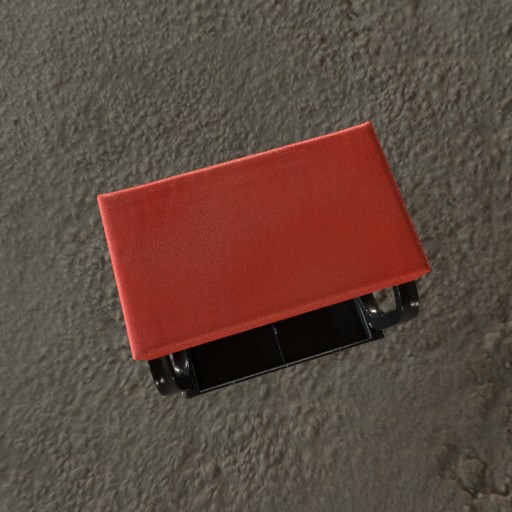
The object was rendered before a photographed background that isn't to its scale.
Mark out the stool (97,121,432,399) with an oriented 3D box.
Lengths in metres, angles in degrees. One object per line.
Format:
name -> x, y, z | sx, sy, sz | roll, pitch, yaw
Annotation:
stool -> 0.000, 0.000, 0.728 | 0.446, 0.380, 0.371 | -16, 76, -4
